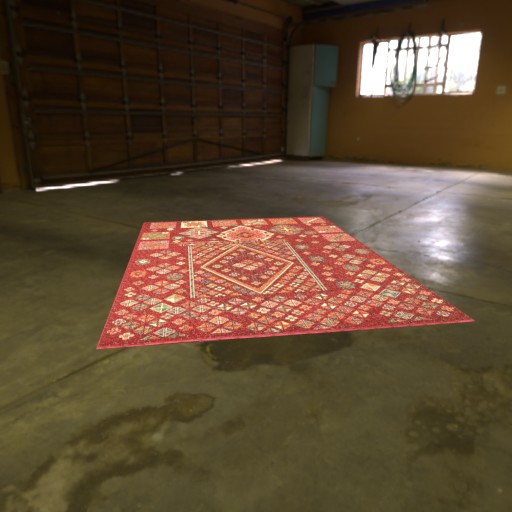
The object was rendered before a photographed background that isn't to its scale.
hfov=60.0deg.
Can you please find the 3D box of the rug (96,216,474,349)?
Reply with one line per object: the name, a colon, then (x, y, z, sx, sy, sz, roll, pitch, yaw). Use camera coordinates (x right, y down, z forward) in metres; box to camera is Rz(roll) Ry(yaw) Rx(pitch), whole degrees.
rug: (0.000, 0.000, 2.839, 1.579, 0.007, 2.184, -3, 17, -9)
